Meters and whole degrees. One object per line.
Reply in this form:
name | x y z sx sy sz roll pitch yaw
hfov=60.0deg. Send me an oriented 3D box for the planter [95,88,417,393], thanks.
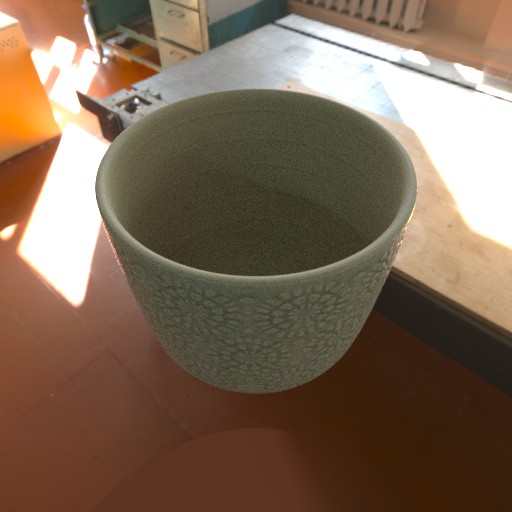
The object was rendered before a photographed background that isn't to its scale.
planter | 0.000 0.000 0.214 0.124 0.109 0.124 0 47 0
